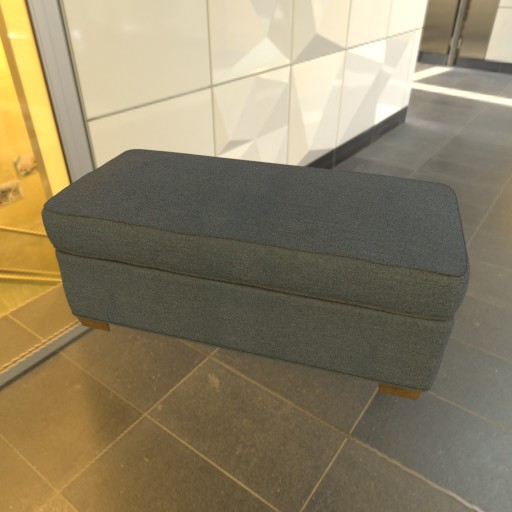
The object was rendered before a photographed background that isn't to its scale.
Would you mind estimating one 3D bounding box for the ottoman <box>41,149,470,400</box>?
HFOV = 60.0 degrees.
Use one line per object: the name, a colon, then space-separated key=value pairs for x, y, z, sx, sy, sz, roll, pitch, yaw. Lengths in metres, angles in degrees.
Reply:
ottoman: x=0.000 y=0.000 z=1.366 sx=1.110 sy=0.460 sz=0.515 roll=9 pitch=34 yaw=14
